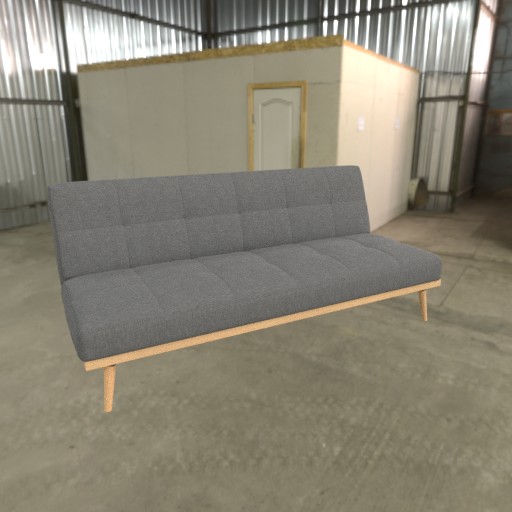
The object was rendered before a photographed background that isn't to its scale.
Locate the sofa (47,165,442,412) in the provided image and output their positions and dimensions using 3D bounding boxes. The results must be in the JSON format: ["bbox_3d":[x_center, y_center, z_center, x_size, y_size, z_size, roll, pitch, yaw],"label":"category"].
[{"bbox_3d":[0.000,0.000,2.234,1.820,0.770,0.820,-9,19,-27],"label":"sofa"}]
